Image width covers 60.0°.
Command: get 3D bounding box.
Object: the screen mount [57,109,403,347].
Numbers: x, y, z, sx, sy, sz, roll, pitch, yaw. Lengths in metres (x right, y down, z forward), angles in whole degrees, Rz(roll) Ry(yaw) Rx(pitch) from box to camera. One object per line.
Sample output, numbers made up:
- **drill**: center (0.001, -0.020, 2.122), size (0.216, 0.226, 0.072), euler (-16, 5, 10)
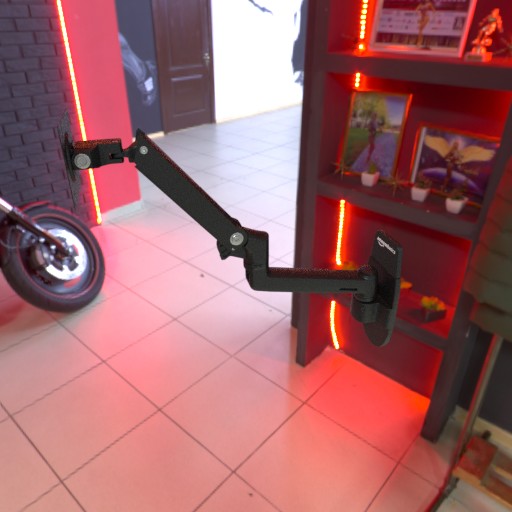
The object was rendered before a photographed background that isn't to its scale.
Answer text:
- **screen mount**: center (0.000, 0.000, 0.716), size (0.495, 0.466, 0.115), euler (-8, 30, -14)
